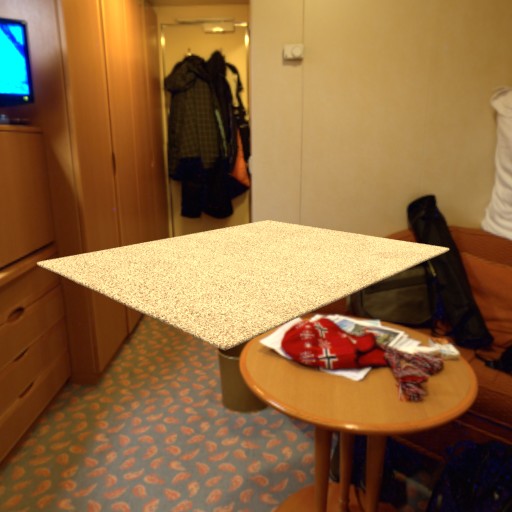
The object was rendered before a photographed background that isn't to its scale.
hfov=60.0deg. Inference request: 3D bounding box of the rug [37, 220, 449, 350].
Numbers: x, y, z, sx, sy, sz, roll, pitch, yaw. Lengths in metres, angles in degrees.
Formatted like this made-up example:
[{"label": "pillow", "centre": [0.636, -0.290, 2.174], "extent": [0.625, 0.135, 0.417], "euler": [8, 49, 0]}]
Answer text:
[{"label": "rug", "centre": [0.000, 0.000, 4.147], "extent": [2.438, 0.029, 3.047], "euler": [13, 19, 42]}]
